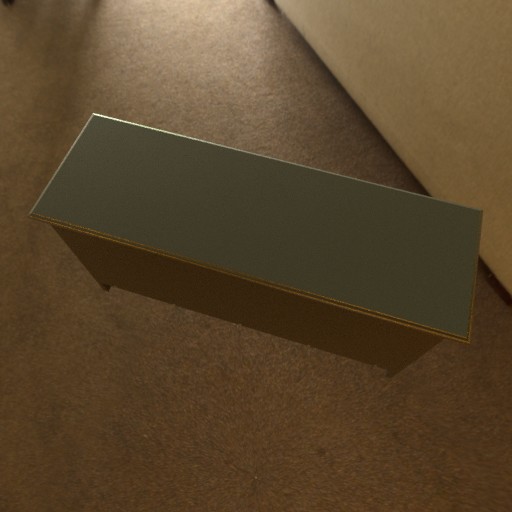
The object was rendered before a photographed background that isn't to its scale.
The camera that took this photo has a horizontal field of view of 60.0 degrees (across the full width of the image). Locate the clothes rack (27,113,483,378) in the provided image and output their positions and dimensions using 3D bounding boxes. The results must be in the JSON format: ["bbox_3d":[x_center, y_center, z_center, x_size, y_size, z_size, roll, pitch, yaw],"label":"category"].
[{"bbox_3d":[0.000,0.000,1.486,1.219,0.556,0.406,16,65,8],"label":"clothes rack"}]
